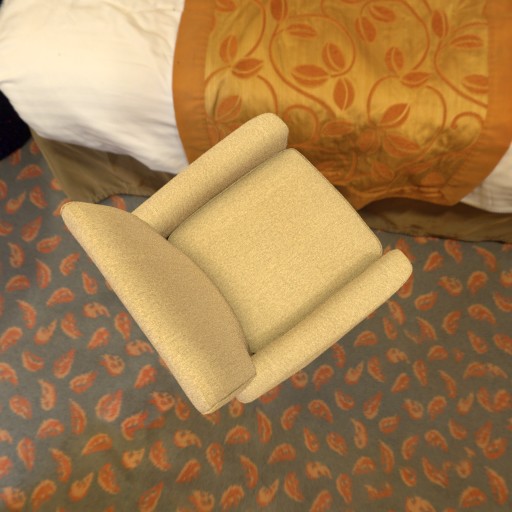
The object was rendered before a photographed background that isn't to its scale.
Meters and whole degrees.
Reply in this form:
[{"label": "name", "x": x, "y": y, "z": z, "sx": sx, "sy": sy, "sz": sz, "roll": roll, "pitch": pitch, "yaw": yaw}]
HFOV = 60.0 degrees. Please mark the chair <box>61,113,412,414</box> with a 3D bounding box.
[{"label": "chair", "x": 0.000, "y": 0.000, "z": 1.643, "sx": 0.864, "sy": 1.014, "sz": 0.848, "roll": -37, "pitch": 78, "yaw": -10}]
